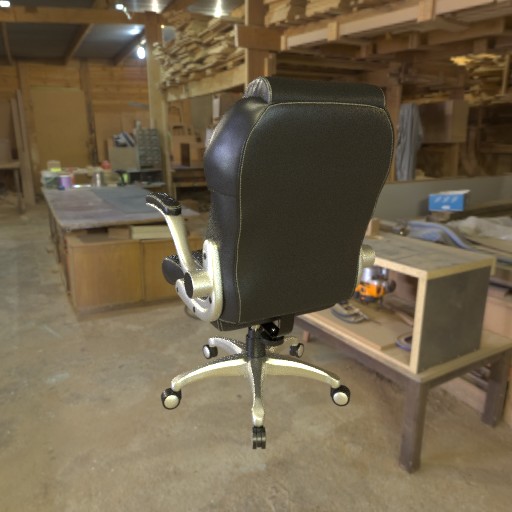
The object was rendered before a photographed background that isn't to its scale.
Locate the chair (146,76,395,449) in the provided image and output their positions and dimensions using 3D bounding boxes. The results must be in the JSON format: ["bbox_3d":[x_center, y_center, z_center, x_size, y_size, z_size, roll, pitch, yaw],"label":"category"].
[{"bbox_3d":[0.000,0.000,1.621,0.724,1.141,0.801,-8,17,-27],"label":"chair"}]
